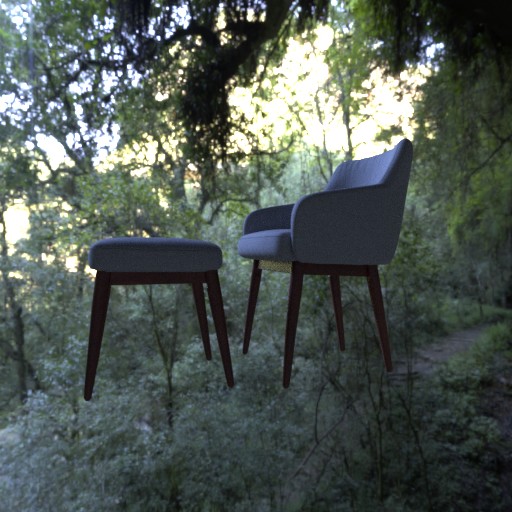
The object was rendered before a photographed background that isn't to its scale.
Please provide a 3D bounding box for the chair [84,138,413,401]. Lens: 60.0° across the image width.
[{"bbox_3d":[0.000,0.000,1.554,1.107,0.799,0.584,0,1,-17],"label":"chair"}]
